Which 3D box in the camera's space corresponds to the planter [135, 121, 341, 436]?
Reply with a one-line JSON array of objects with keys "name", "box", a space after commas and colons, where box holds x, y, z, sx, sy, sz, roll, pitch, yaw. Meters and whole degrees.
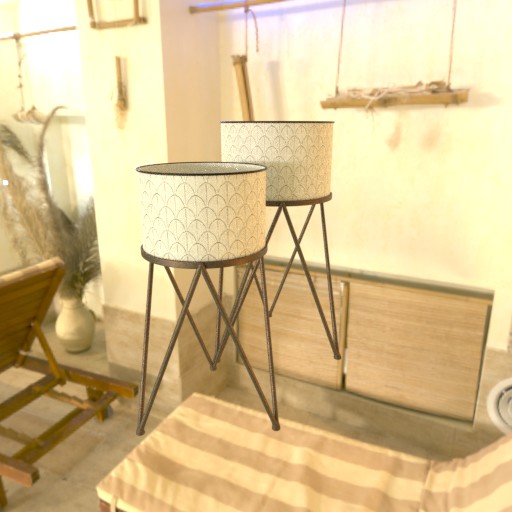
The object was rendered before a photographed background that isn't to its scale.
[{"name": "planter", "box": [0.000, 0.000, 1.221, 0.413, 0.712, 0.769, 8, 18, 26]}]
